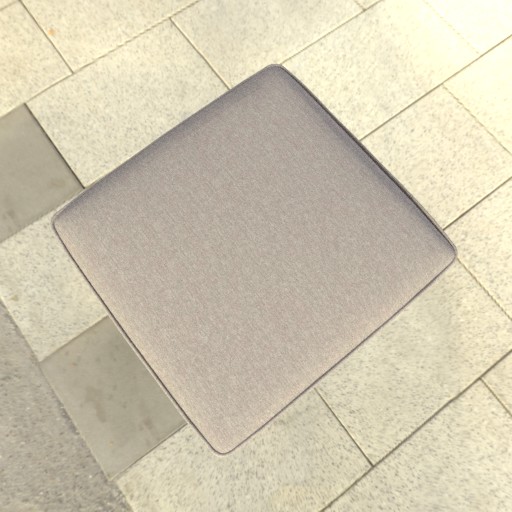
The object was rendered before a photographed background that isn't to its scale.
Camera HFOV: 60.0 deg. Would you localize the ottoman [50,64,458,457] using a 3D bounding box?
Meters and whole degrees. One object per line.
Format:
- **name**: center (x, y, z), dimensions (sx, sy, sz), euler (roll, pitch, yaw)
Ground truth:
- **ottoman**: center (0.000, 0.000, 1.414), dimensions (0.871, 0.612, 0.808), euler (-38, 79, -9)
